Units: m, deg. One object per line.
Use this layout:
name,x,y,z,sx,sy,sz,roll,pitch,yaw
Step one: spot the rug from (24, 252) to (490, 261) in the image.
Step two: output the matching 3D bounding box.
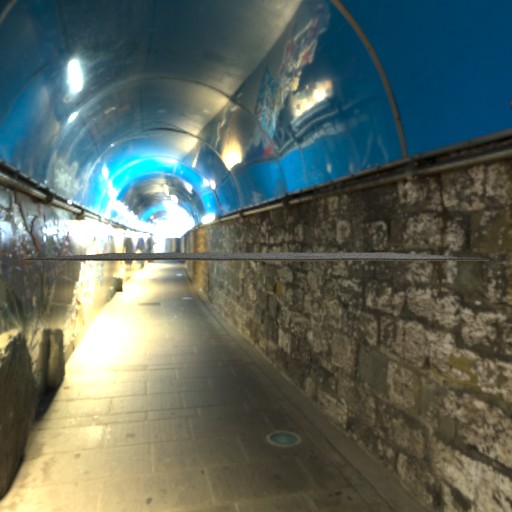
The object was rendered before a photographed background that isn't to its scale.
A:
rug,0.000,0.000,3.075,2.444,0.023,1.531,0,2,-1
